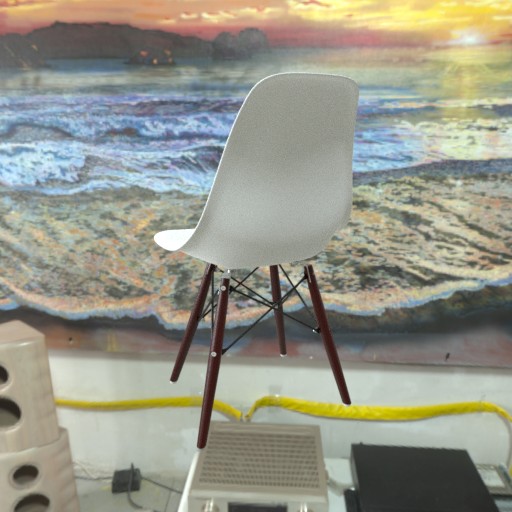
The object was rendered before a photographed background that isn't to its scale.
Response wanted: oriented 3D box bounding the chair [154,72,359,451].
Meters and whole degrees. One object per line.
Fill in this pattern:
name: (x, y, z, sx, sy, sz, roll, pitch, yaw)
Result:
chair: (0.000, 0.000, 1.151, 0.470, 0.826, 0.533, -8, 17, -26)
